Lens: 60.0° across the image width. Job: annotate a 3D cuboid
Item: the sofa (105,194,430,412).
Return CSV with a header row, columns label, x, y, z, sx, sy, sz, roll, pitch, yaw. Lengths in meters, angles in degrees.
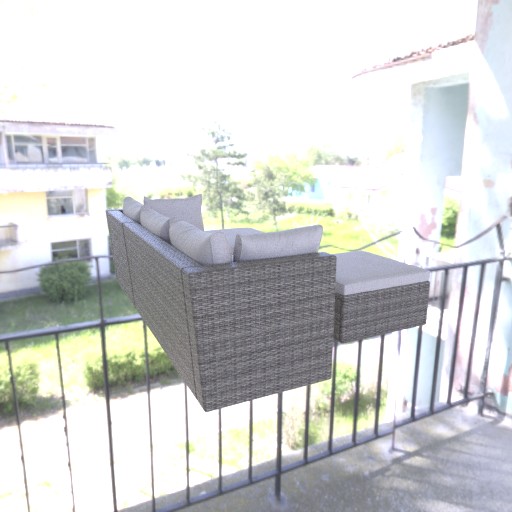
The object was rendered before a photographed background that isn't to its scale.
label,x,y,z,sx,sy,sz,roll,pitch,yaw
sofa,0.000,0.000,3.072,1.662,0.766,2.192,-6,15,-26
